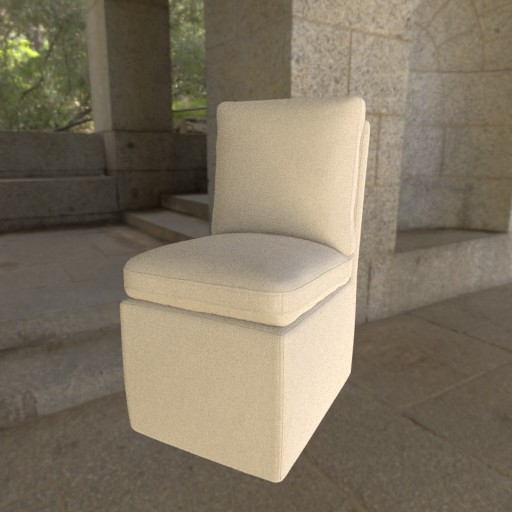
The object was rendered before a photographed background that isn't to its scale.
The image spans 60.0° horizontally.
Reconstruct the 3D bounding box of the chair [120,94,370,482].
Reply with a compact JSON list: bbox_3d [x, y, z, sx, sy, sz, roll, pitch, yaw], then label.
[{"bbox_3d":[0.000,0.000,1.322,0.503,0.927,0.698,7,15,27],"label":"chair"}]
